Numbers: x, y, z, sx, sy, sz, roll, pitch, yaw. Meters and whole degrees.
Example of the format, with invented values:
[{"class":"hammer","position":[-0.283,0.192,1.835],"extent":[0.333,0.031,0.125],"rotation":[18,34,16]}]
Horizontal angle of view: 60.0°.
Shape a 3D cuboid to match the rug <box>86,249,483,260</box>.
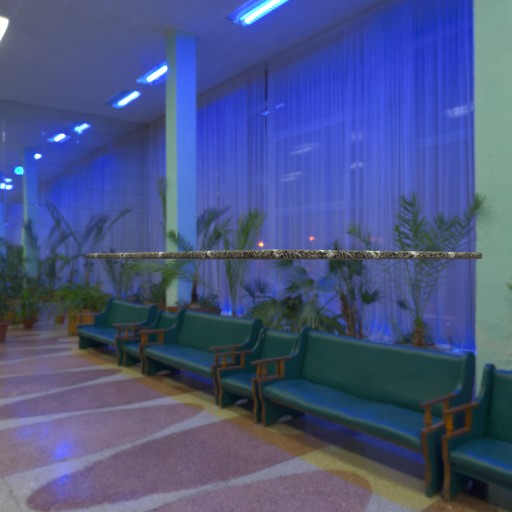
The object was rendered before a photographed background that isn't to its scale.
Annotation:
[{"class":"rug","position":[0.000,0.000,2.326],"extent":[1.219,0.030,1.778],"rotation":[0,0,-37]}]
